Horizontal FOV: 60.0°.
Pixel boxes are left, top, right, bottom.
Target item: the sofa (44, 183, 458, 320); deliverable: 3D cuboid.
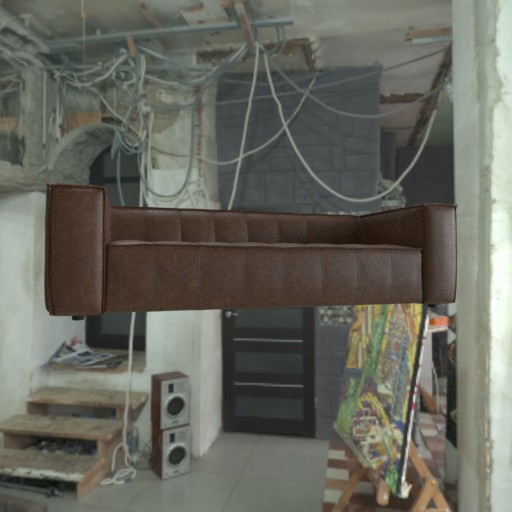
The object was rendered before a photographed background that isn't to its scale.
[{"bbox_3d":[0.000,0.000,3.075,2.581,0.701,1.102,0,-1,-18],"label":"sofa"}]
